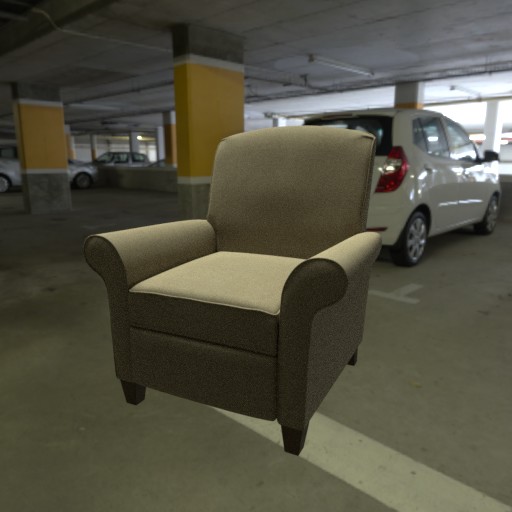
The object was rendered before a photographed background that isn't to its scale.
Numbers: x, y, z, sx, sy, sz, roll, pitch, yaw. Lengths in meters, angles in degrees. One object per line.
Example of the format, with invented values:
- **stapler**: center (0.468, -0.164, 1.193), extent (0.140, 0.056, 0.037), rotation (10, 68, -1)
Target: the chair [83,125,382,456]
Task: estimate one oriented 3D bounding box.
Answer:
- **chair**: center (0.000, 0.000, 1.793), extent (0.978, 1.061, 0.905), rotation (6, 14, 26)
